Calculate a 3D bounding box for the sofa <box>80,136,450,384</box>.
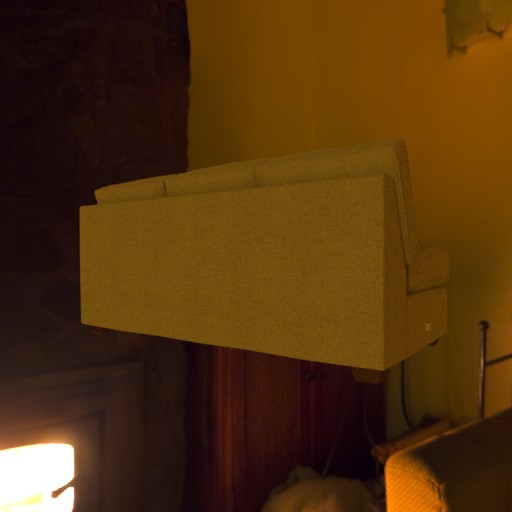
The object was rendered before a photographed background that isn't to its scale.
[{"bbox_3d":[0.000,0.000,2.775,2.092,1.036,1.127,0,0,36],"label":"sofa"}]
